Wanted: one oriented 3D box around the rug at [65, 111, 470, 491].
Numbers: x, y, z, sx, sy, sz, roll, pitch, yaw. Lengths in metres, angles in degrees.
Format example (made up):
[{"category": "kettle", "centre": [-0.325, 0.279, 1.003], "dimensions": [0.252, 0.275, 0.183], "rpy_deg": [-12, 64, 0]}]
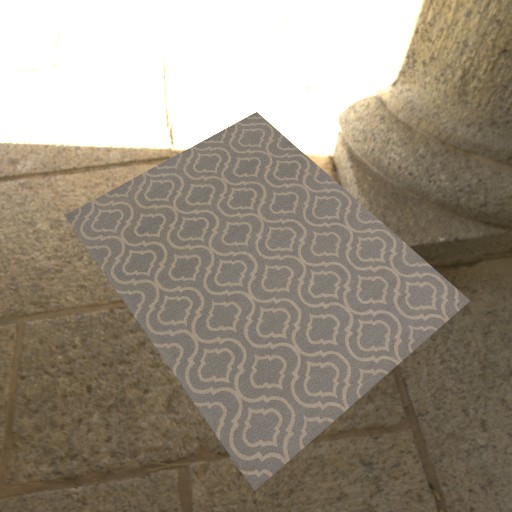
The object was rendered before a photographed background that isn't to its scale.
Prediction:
[{"category": "rug", "centre": [0.000, 0.000, 3.925], "dimensions": [2.283, 0.006, 2.892], "rpy_deg": [-34, 65, -18]}]
